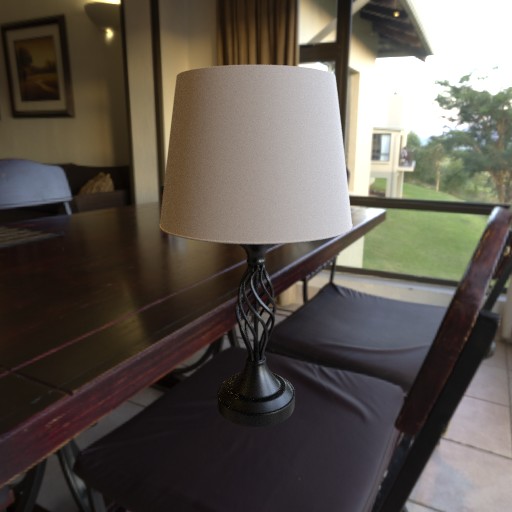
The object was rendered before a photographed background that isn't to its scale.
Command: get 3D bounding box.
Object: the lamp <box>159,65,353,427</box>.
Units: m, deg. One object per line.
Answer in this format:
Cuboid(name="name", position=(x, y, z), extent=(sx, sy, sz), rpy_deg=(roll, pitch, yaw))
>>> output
Cuboid(name="lamp", position=(0.000, 0.000, 0.790), extent=(0.331, 0.594, 0.331), rpy_deg=(0, 15, 0))
